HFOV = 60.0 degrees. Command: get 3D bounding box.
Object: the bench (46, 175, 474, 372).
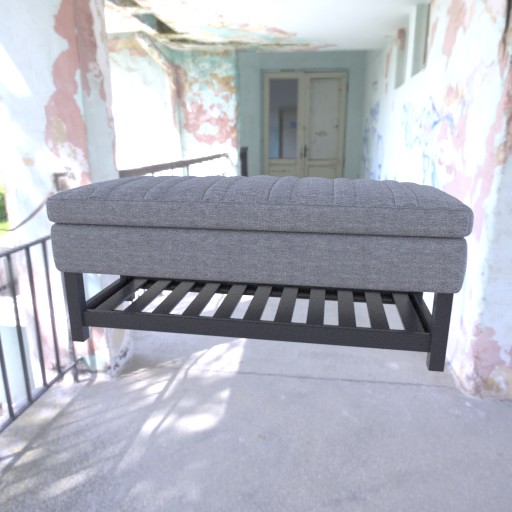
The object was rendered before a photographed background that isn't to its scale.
[{"bbox_3d":[0.000,0.000,1.337,1.100,0.470,0.429,3,16,9],"label":"bench"}]
